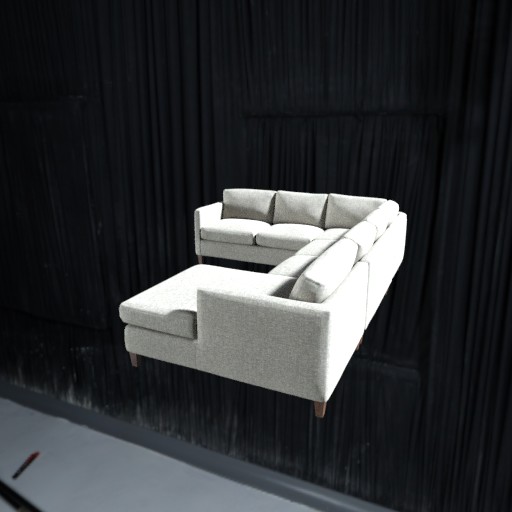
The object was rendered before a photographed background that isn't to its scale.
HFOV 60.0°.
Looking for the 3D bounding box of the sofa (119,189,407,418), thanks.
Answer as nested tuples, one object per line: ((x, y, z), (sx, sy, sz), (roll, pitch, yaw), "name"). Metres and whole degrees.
((0.000, 0.000, 4.626), (2.593, 0.959, 3.460), (7, 18, 24), "sofa")
